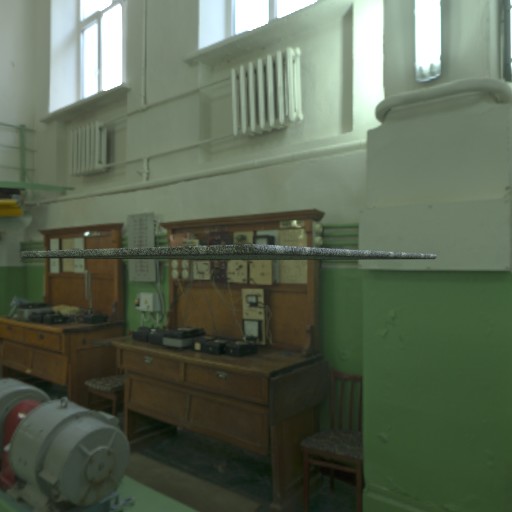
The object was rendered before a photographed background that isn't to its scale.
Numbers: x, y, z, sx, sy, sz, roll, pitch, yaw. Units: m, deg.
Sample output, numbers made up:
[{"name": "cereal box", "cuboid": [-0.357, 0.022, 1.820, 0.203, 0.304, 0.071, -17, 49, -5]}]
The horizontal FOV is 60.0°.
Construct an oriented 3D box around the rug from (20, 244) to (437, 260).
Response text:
[{"name": "rug", "cuboid": [0.000, 0.000, 2.063, 1.200, 0.025, 1.600, -1, -1, 37]}]
